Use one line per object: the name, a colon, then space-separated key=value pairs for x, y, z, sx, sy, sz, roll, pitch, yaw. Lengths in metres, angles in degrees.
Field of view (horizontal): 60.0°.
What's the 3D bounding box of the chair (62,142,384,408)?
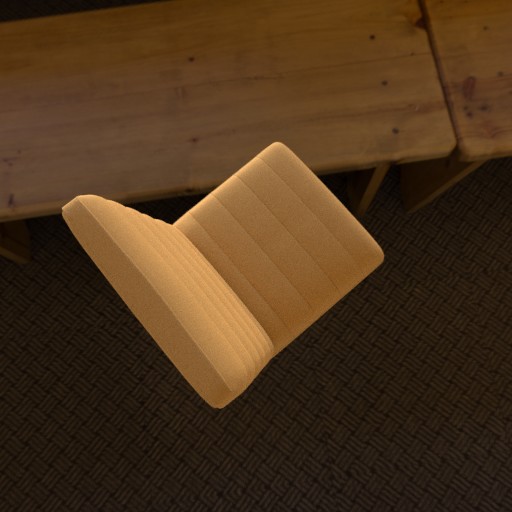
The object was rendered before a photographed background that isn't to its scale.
chair: x=0.000 y=0.000 z=1.326 sx=0.634 sy=0.930 sz=0.520 roll=-39 pitch=80 yaw=-8
